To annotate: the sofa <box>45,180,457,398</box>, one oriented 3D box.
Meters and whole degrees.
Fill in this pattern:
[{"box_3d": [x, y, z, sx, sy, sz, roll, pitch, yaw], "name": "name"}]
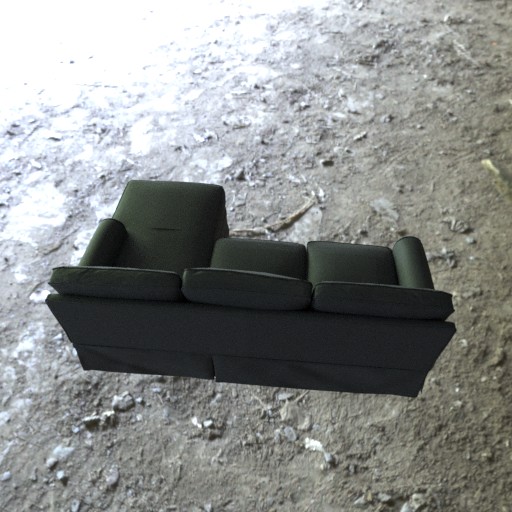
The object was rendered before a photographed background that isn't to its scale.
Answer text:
[{"box_3d": [0.000, 0.000, 3.413, 2.518, 1.039, 1.637, 4, 48, 3], "name": "sofa"}]
